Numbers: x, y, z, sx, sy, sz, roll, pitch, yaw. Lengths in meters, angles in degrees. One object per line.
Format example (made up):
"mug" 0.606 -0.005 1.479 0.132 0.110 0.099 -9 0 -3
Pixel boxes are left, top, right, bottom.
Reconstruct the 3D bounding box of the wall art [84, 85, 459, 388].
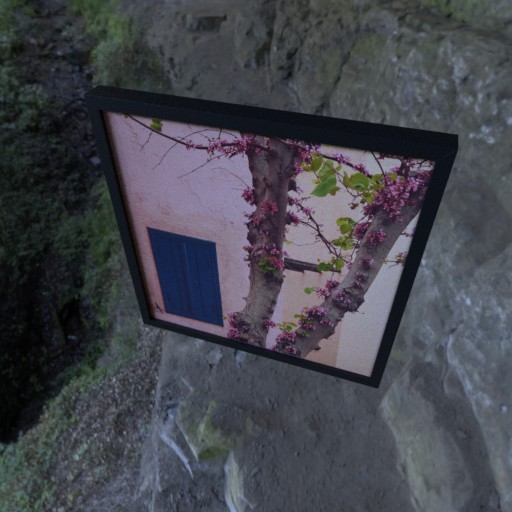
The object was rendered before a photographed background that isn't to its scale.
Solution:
"wall art" 0.000 0.000 0.756 0.508 0.508 0.038 13 43 14
